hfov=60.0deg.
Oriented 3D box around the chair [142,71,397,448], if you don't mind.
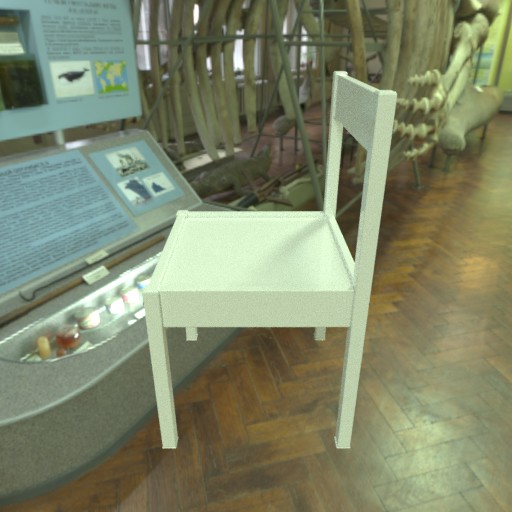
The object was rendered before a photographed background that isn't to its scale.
[{"bbox_3d":[0.000,0.000,0.680,0.285,0.505,0.285,0,27,0],"label":"chair"}]
